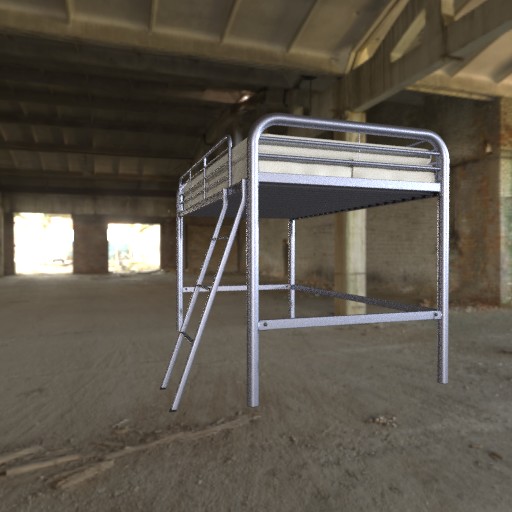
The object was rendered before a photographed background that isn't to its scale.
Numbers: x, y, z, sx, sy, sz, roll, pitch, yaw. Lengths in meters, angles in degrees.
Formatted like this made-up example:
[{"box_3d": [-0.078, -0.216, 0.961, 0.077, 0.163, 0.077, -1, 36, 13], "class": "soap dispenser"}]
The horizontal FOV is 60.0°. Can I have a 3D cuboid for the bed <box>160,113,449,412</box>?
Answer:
[{"box_3d": [0.000, 0.000, 2.951, 1.415, 1.288, 1.965, 0, 1, -19], "class": "bed"}]
